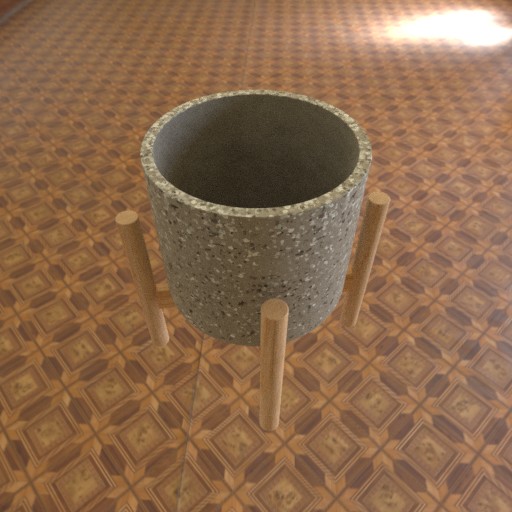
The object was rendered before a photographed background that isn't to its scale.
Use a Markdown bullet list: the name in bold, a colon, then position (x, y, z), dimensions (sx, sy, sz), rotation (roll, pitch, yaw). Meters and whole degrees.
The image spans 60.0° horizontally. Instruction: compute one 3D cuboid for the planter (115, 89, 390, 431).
- **planter**: position (0.000, 0.000, 0.547), dimensions (0.284, 0.320, 0.284), rotation (11, 47, 11)
